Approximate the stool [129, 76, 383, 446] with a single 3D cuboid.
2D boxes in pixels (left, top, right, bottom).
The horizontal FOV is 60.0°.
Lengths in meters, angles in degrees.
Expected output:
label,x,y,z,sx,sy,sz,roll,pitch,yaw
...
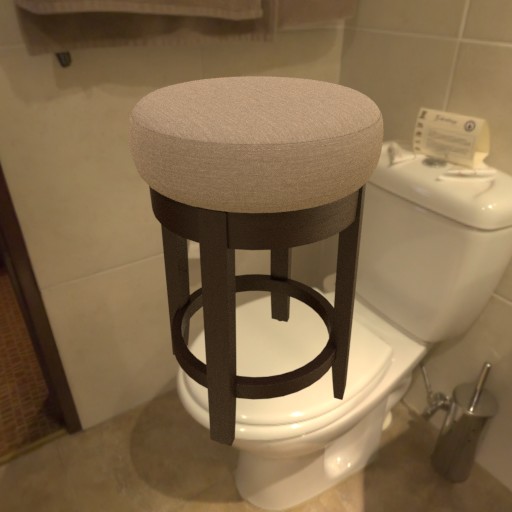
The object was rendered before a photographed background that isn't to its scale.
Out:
label,x,y,z,sx,sy,sz,roll,pitch,yaw
stool,0.000,0.000,0.932,0.443,0.672,0.443,0,32,0
